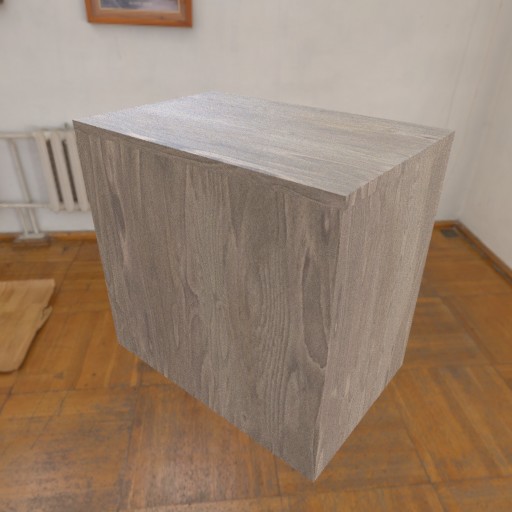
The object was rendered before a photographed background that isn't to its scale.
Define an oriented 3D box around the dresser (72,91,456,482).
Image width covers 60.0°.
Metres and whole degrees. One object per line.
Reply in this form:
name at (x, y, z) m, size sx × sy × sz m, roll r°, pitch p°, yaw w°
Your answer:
dresser at (0.000, 0.000, 1.304) m, size 0.809 × 0.762 × 0.529 m, roll 23°, pitch 37°, yaw 33°
